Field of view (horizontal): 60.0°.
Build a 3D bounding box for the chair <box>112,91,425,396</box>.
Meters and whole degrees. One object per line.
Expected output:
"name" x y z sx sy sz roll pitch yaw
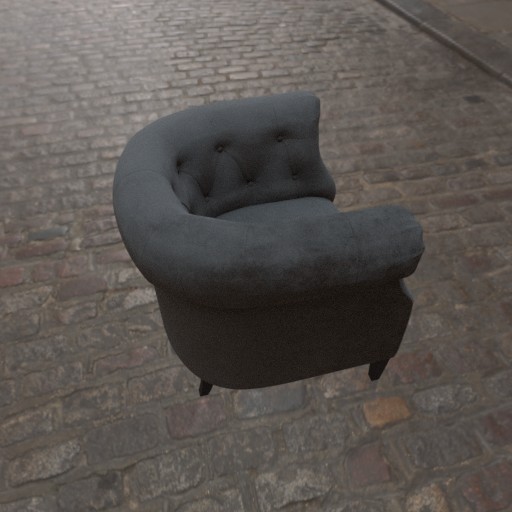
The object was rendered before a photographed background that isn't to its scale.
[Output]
"chair" 0.000 0.000 1.574 0.851 0.826 0.904 -10 45 -11
